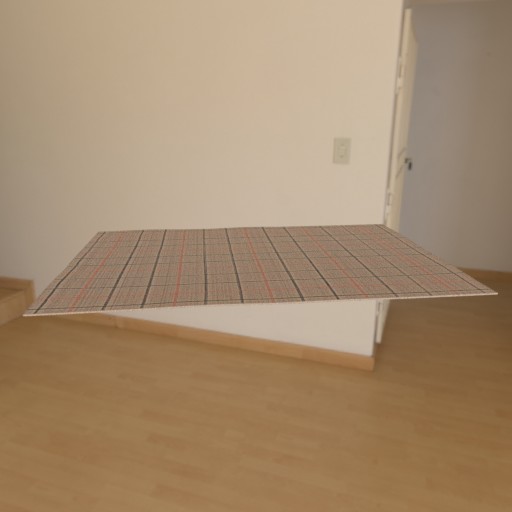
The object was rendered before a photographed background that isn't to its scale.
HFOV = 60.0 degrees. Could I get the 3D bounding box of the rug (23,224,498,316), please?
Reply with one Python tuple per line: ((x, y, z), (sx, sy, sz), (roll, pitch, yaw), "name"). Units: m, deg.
((0.000, 0.000, 2.269), (1.829, 0.013, 1.220), (-2, 17, -6), "rug")
